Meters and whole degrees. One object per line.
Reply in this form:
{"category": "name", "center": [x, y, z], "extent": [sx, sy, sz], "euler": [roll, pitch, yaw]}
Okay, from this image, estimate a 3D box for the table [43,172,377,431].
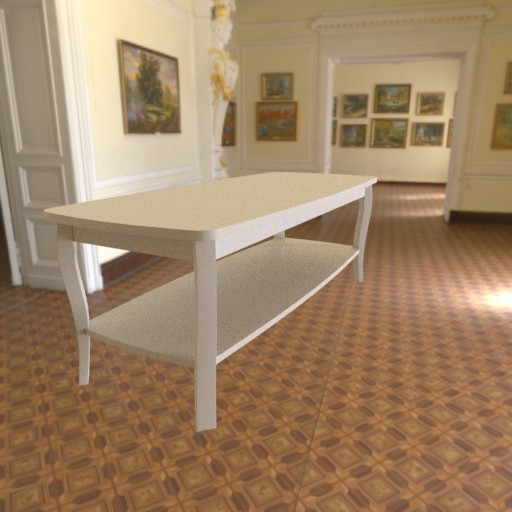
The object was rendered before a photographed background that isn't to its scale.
{"category": "table", "center": [0.000, 0.000, 1.568], "extent": [0.561, 0.474, 1.334], "euler": [8, 18, 28]}
